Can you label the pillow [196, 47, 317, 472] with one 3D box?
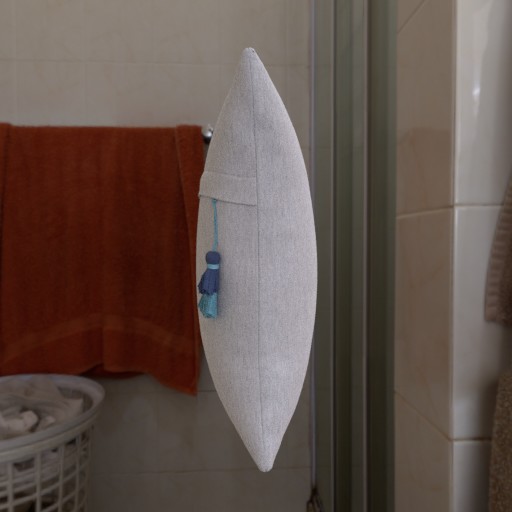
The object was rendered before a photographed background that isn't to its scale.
[{"bbox_3d":[0.000,0.000,0.667,0.173,0.436,0.433,0,2,-1],"label":"pillow"}]
